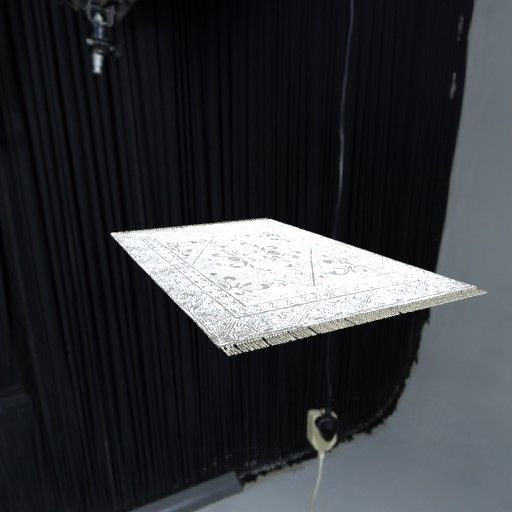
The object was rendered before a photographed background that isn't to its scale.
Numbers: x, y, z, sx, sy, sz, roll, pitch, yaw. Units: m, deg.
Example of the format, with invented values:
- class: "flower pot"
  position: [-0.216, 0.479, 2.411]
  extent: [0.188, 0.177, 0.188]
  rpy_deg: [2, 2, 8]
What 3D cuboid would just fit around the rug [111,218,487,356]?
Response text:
- class: "rug"
  position: [0.000, 0.000, 3.049]
  extent: [1.529, 0.010, 2.440]
  rpy_deg: [-8, 17, -27]
